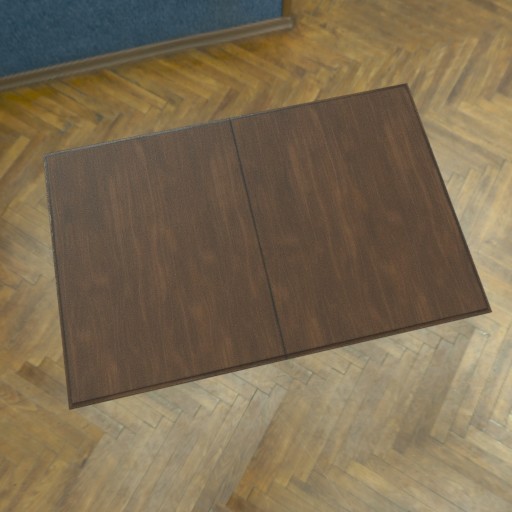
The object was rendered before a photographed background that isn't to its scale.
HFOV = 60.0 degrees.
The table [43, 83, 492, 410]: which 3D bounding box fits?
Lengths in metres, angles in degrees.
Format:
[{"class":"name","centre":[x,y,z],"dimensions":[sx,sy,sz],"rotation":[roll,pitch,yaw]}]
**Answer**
[{"class":"table","centre":[0.000,0.000,2.041],"dimensions":[1.524,0.761,0.990],"rotation":[-12,74,-3]}]
